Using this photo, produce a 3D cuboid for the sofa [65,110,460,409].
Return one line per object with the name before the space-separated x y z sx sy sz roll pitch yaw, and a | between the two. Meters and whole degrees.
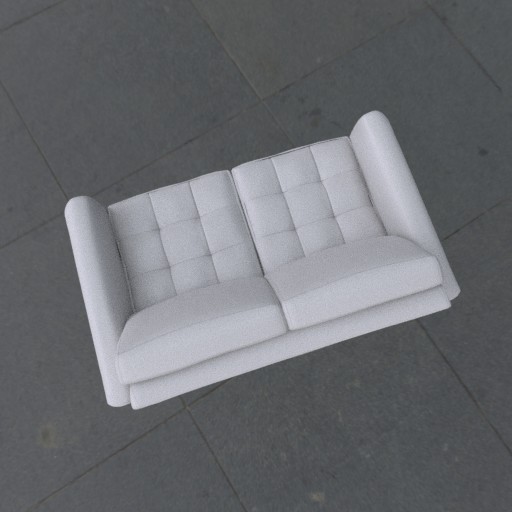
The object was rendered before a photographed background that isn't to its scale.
sofa | 0.000 0.000 2.379 1.819 0.930 1.121 -17 78 -4
